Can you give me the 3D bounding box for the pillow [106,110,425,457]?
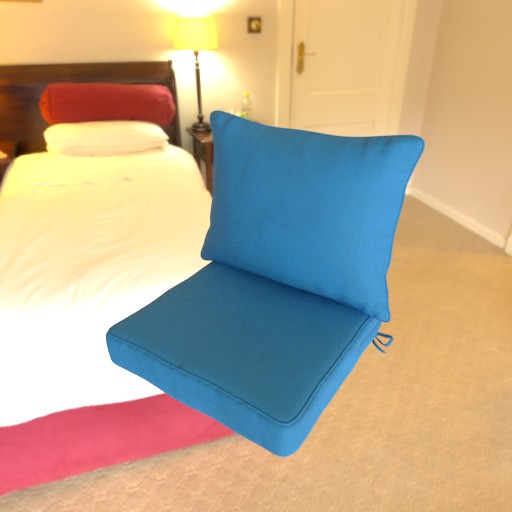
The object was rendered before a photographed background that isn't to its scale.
[{"bbox_3d":[0.000,0.000,1.380,0.798,0.725,0.733,18,33,29],"label":"pillow"}]
